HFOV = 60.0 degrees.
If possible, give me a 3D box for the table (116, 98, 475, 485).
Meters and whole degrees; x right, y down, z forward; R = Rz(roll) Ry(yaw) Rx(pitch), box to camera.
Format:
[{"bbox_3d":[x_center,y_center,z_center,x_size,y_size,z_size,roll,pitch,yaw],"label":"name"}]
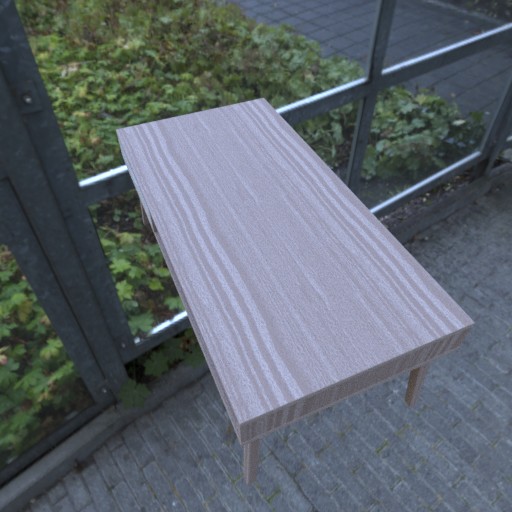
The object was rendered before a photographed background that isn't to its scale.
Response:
[{"bbox_3d":[0.000,0.000,1.501,0.600,0.450,1.200,-18,49,-16],"label":"table"}]
